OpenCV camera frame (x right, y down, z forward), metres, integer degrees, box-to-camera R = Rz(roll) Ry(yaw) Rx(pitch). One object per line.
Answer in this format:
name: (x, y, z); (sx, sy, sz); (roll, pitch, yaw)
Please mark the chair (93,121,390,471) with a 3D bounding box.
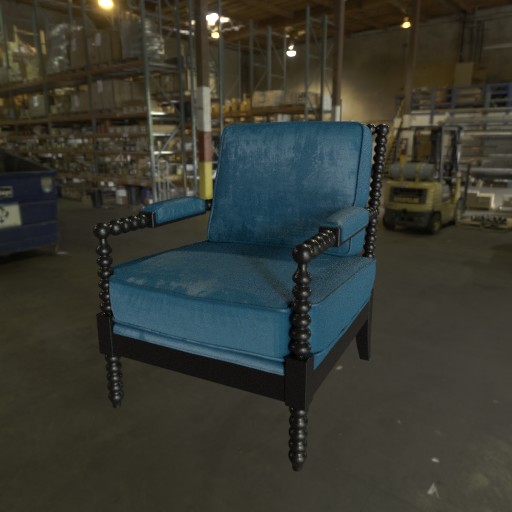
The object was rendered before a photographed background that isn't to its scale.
chair: (0.000, 0.000, 1.431); (0.688, 0.857, 0.805); (7, 16, 26)
